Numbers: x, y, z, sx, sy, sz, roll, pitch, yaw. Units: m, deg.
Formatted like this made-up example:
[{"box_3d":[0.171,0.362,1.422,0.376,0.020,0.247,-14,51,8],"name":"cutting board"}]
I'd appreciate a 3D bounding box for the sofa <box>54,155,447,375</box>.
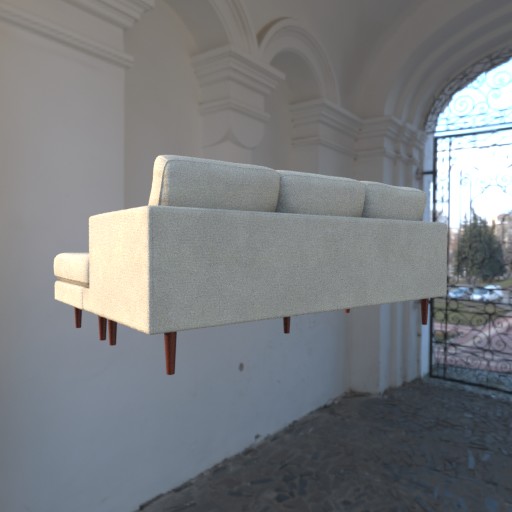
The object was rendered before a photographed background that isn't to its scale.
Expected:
[{"box_3d":[0.000,0.000,3.002,2.233,0.956,1.504,-1,2,-38],"name":"sofa"}]
